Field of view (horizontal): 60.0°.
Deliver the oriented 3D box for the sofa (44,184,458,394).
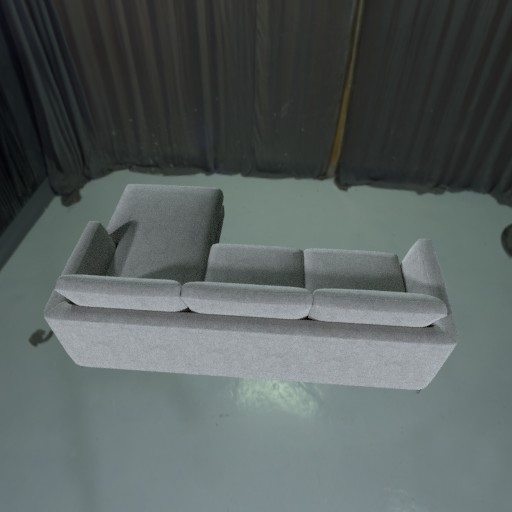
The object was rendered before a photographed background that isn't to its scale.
[{"bbox_3d":[0.000,0.000,3.219,2.438,0.864,1.626,3,46,3],"label":"sofa"}]
